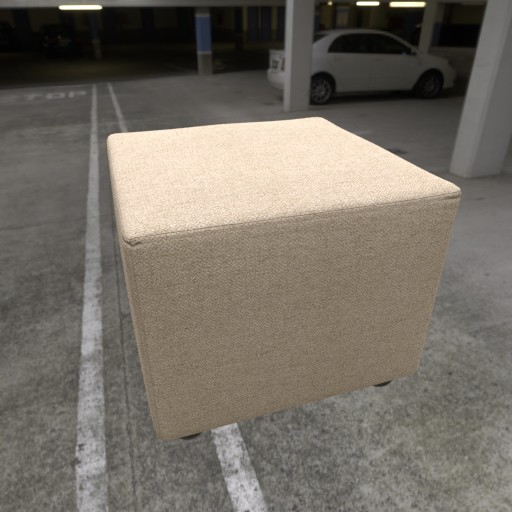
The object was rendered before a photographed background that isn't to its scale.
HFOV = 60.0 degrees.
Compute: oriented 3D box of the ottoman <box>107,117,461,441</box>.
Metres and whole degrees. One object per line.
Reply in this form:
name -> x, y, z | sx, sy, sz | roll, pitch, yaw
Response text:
ottoman -> 0.000, 0.000, 0.890 | 0.508, 0.432, 0.508 | -9, 31, -16
